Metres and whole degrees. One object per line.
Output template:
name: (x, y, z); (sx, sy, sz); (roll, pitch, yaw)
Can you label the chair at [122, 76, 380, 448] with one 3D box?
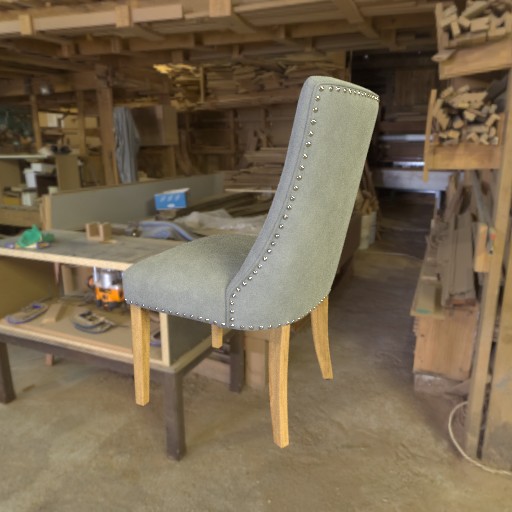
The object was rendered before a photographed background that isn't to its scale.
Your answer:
chair: (0.000, 0.000, 1.285); (0.610, 0.902, 0.495); (8, 17, 26)
